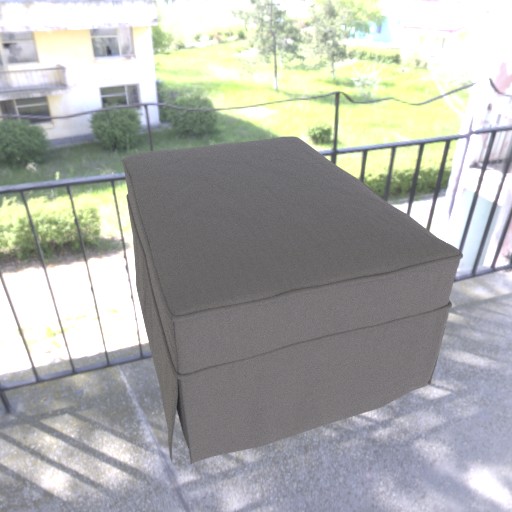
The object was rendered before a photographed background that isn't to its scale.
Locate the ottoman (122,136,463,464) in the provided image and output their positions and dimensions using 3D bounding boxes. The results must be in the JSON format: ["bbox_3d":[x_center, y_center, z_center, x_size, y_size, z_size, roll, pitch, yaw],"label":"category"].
[{"bbox_3d":[0.000,0.000,1.309,0.703,0.479,0.944,-11,33,-17],"label":"ottoman"}]
